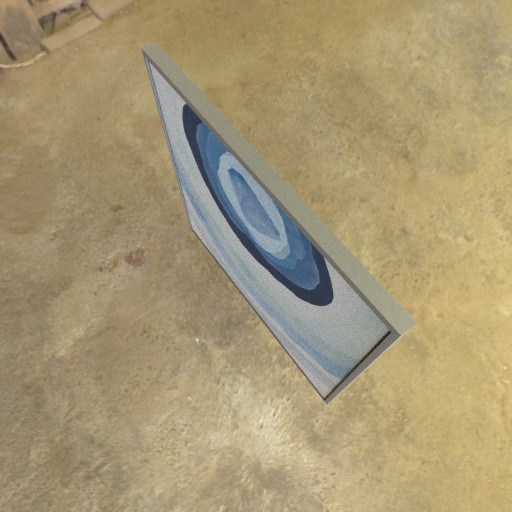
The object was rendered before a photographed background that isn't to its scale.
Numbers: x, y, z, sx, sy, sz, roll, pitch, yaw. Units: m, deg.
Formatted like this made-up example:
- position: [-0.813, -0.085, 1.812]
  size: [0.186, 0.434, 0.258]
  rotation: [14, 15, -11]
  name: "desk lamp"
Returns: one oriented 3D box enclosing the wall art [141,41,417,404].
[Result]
- position: [0.000, 0.000, 1.204]
  size: [0.038, 0.807, 0.809]
  rotation: [-34, 69, -15]
  name: "wall art"
